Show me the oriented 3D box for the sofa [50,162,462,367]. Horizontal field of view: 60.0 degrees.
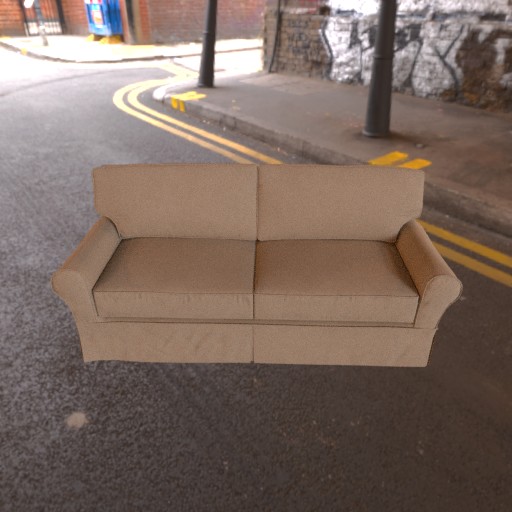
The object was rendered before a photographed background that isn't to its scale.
[{"bbox_3d":[0.000,0.000,2.788,2.246,1.014,0.900,1,30,1],"label":"sofa"}]
